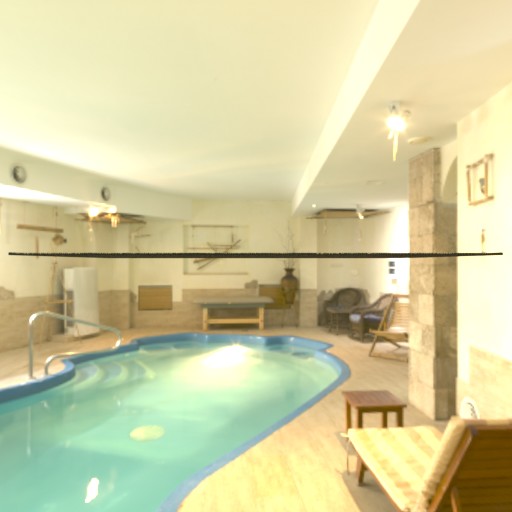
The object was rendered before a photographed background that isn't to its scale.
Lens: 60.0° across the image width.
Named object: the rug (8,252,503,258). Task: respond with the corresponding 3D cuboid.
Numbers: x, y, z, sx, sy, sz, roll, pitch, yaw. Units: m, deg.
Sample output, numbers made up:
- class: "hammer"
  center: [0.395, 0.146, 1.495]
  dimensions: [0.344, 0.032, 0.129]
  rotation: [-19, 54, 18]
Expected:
- class: "rug"
  center: [0.000, 0.000, 2.928]
  dimensions: [2.449, 0.015, 1.530]
  rotation: [0, -1, 0]
